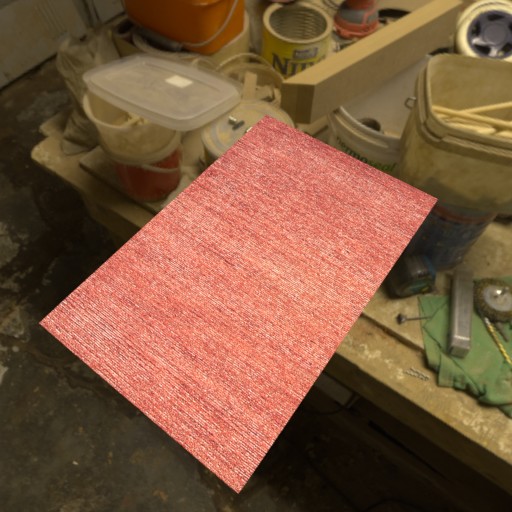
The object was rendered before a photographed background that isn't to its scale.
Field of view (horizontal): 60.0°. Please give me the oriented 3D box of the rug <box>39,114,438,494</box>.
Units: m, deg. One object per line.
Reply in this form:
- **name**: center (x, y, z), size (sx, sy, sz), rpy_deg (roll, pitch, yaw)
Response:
- **rug**: center (0.000, 0.000, 2.188), size (1.139, 0.011, 1.747), rpy_deg (32, 63, 19)
